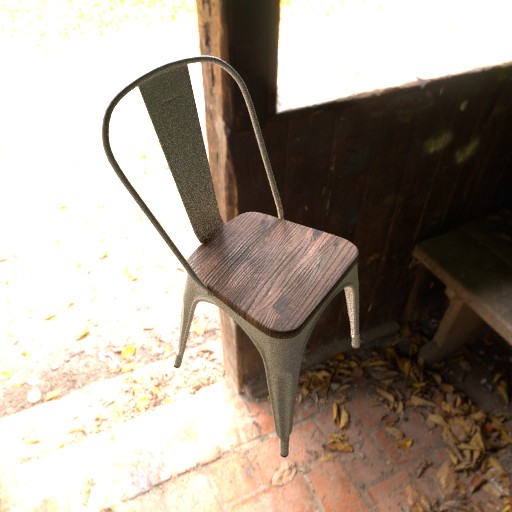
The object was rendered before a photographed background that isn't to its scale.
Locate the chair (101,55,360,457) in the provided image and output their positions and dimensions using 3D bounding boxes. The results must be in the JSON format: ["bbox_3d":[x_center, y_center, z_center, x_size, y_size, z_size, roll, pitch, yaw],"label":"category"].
[{"bbox_3d":[0.000,0.000,1.138,0.521,0.851,0.452,26,48,26],"label":"chair"}]
